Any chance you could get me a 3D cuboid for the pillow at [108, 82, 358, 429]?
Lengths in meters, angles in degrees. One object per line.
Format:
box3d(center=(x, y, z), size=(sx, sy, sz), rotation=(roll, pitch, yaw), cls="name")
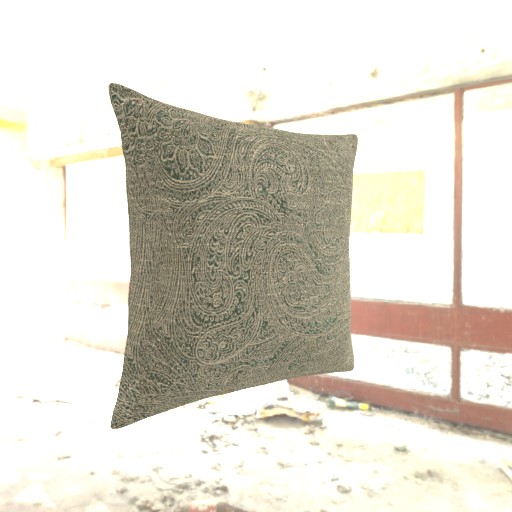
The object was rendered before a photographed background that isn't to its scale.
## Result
box3d(center=(0.000, 0.000, 0.798), size=(0.526, 0.507, 0.166), rotation=(-1, 2, -36), cls="pillow")
